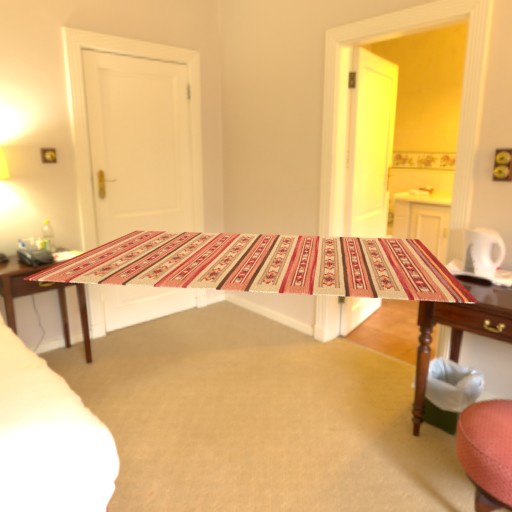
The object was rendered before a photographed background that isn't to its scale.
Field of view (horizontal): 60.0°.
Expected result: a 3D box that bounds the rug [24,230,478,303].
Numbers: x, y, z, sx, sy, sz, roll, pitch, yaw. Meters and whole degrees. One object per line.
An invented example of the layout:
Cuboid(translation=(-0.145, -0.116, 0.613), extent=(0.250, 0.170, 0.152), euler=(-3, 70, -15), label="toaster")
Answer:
Cuboid(translation=(0.000, 0.000, 3.062), extent=(2.431, 0.010, 1.535), euler=(2, 14, 9), label="rug")
